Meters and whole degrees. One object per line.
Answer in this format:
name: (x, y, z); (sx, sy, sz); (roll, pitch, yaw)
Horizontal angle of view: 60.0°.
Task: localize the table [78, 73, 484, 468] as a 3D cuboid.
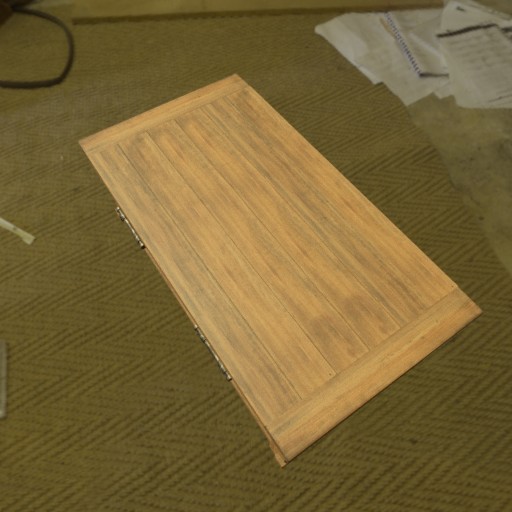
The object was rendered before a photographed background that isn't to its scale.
table: (0.000, 0.000, 1.619); (0.693, 0.494, 1.270); (-30, 63, -17)
